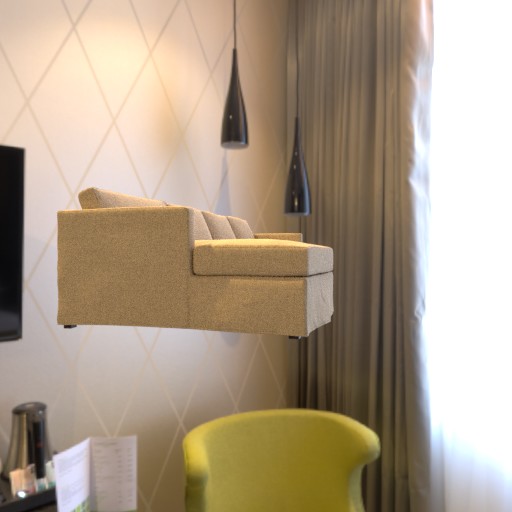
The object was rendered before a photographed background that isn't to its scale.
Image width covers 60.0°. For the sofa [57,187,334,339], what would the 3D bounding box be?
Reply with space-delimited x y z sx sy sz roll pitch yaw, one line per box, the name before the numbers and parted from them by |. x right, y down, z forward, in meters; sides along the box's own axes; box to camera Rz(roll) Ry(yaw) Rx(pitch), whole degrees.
sofa | 0.000 0.000 4.033 1.650 0.922 3.205 0 0 18
